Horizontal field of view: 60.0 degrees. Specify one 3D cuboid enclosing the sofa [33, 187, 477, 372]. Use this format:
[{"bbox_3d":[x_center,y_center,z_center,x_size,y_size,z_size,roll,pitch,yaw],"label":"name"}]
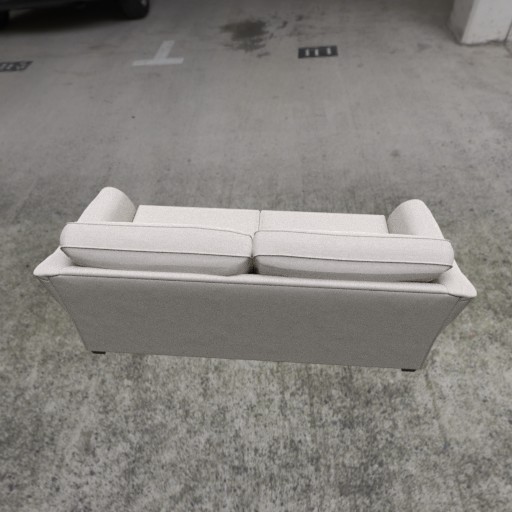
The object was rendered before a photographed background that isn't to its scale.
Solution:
[{"bbox_3d":[0.000,0.000,2.751,2.270,0.965,0.980,3,46,3],"label":"sofa"}]
